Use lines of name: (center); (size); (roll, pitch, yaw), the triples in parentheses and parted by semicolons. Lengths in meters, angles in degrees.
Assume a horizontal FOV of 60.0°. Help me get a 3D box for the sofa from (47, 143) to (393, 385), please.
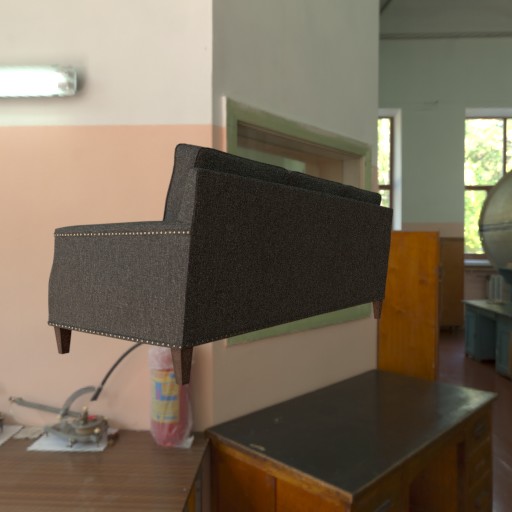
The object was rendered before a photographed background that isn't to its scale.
sofa: (0.000, 0.000, 2.880); (1.084, 1.003, 2.246); (1, 1, 37)
